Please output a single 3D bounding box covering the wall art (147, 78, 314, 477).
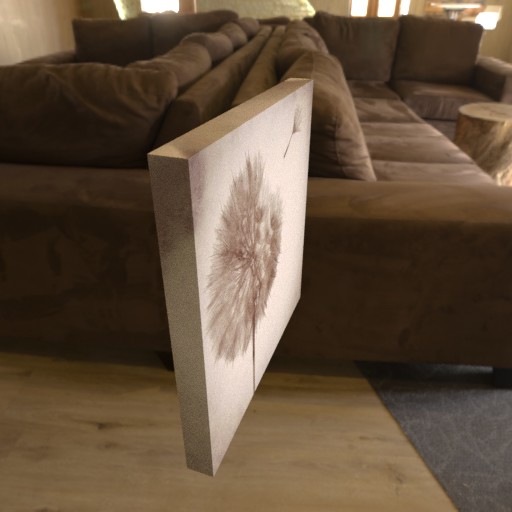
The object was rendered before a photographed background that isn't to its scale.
[{"bbox_3d":[0.000,0.000,0.461,0.028,0.303,0.303,11,32,17],"label":"wall art"}]
